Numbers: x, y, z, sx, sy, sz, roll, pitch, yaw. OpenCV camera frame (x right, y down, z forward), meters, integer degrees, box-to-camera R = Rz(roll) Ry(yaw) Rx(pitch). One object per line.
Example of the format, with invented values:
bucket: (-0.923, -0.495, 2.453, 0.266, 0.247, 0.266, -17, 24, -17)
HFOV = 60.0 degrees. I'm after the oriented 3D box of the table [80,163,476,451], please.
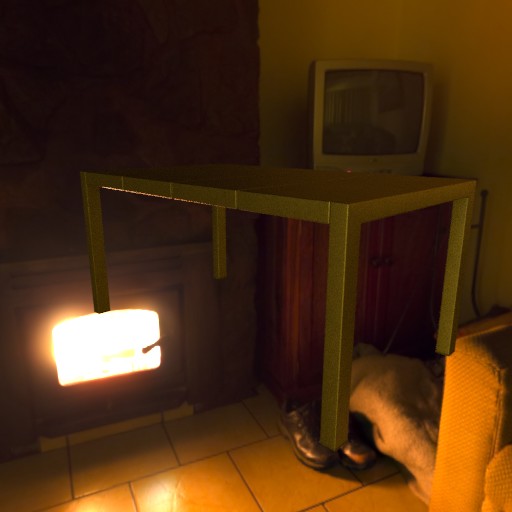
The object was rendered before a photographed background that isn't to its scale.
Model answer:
table: (0.000, 0.000, 1.277, 0.965, 0.460, 0.559, 14, 21, 43)
